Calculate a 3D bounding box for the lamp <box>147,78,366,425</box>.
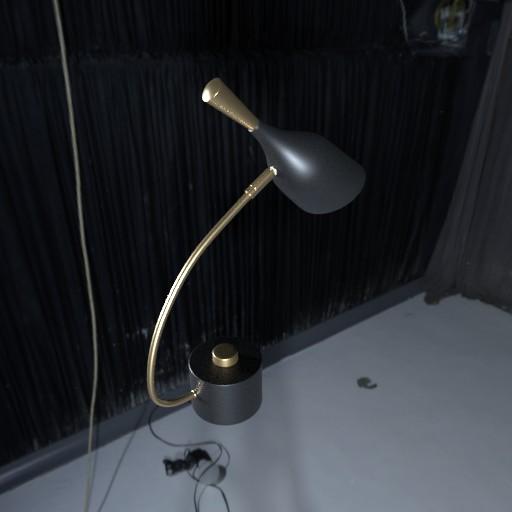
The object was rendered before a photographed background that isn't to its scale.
[{"bbox_3d":[0.000,0.000,0.612,0.352,0.464,0.110,-18,33,-31],"label":"lamp"}]
